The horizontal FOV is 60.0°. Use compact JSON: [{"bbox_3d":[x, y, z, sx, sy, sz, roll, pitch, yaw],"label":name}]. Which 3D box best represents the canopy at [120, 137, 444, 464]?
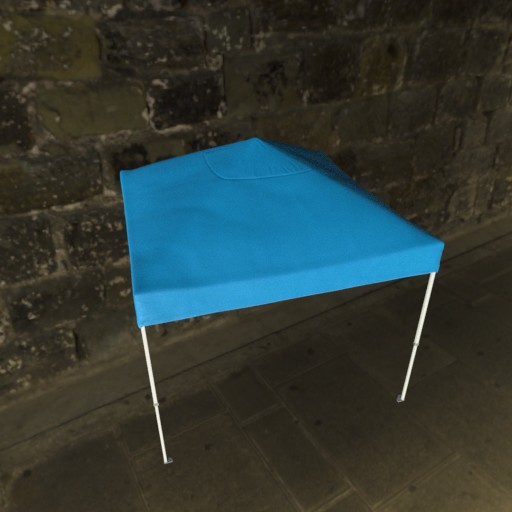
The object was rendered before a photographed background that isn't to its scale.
[{"bbox_3d":[0.000,0.000,5.573,2.998,2.997,2.996,-9,33,-14],"label":"canopy"}]
